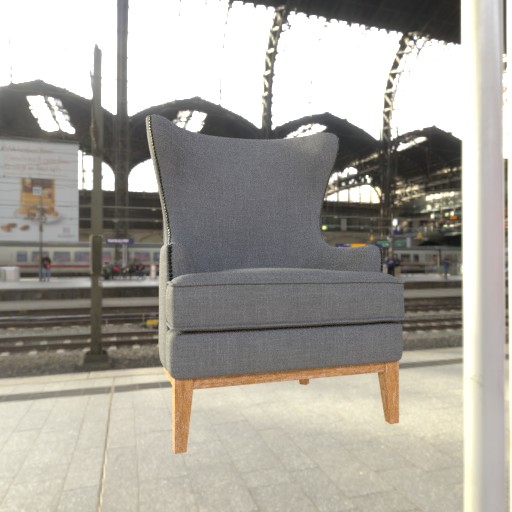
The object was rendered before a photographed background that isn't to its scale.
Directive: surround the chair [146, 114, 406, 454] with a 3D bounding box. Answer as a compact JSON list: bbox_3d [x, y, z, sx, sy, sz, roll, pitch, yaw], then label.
[{"bbox_3d":[0.000,0.000,1.817,0.864,1.176,0.883,0,-1,-19],"label":"chair"}]
